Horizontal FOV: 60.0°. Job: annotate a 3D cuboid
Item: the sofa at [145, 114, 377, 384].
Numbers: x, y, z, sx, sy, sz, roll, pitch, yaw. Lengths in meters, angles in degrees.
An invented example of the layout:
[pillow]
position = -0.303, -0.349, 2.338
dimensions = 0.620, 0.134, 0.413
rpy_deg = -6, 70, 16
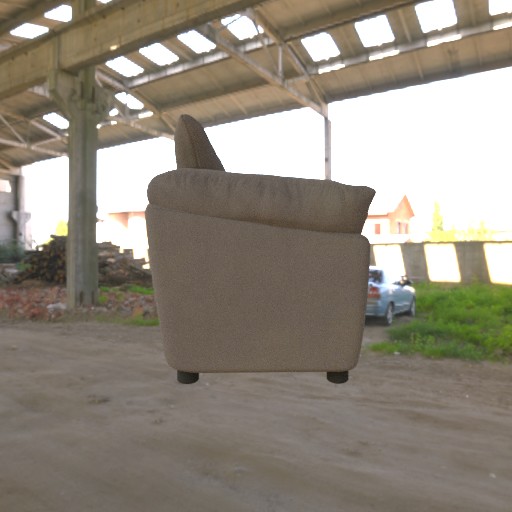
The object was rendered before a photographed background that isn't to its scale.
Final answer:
[sofa]
position = 0.000, 0.000, 2.783
dimensions = 0.878, 1.073, 2.336
rpy_deg = 0, -1, -1
